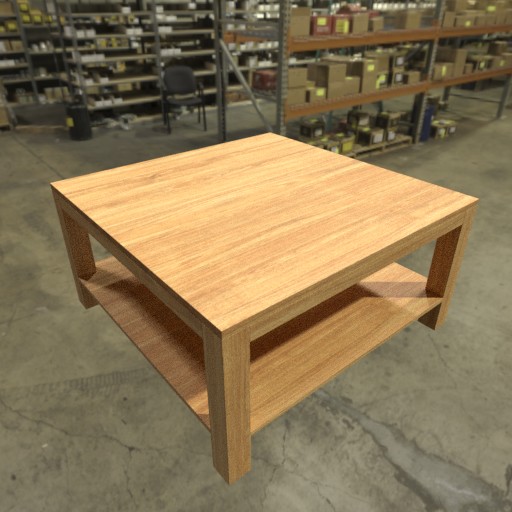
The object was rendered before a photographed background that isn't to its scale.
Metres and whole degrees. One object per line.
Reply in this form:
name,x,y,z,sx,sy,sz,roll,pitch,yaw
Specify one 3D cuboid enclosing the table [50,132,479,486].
table,0.000,0.000,1.425,0.900,0.450,0.900,-23,38,-33
